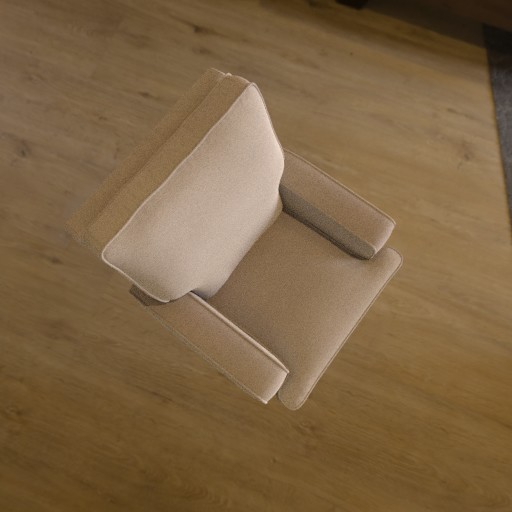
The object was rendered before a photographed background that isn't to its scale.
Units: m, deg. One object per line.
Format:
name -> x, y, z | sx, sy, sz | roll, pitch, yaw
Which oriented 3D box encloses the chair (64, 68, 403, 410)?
chair -> 0.000, 0.000, 1.733 | 0.969, 0.964, 0.861 | 37, 78, 9
